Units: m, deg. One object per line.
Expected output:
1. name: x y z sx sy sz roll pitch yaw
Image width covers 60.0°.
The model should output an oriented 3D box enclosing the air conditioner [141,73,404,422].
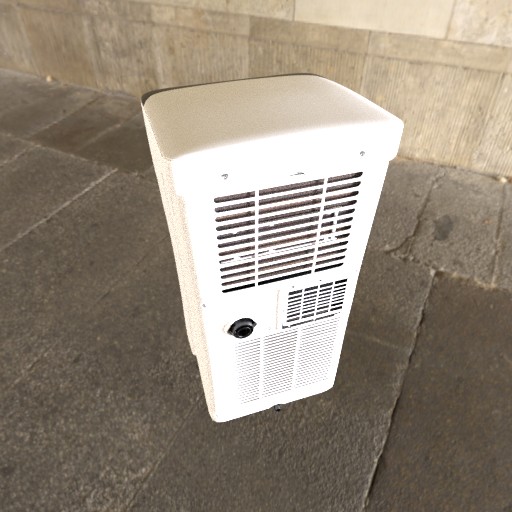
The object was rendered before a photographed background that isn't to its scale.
1. air conditioner: 0.000 0.000 0.944 0.352 0.716 0.369 -12 43 -13
